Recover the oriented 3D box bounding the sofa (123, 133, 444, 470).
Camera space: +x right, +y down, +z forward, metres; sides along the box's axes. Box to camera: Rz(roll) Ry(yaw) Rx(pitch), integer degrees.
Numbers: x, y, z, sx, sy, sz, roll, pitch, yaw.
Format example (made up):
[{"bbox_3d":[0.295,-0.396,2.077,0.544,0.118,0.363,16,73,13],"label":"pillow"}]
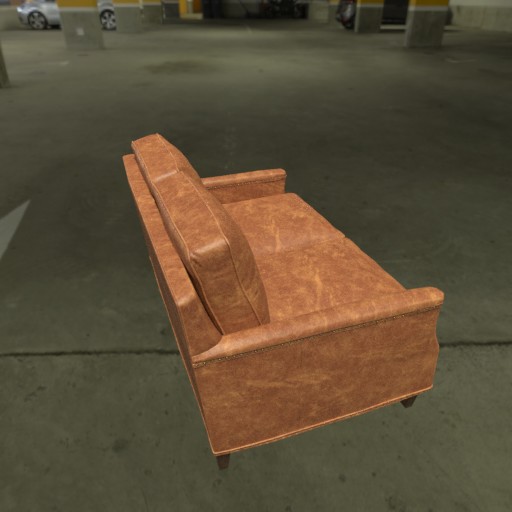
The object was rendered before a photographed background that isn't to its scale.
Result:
[{"bbox_3d":[0.000,0.000,2.238,1.084,1.003,1.597,-11,32,-18],"label":"sofa"}]
